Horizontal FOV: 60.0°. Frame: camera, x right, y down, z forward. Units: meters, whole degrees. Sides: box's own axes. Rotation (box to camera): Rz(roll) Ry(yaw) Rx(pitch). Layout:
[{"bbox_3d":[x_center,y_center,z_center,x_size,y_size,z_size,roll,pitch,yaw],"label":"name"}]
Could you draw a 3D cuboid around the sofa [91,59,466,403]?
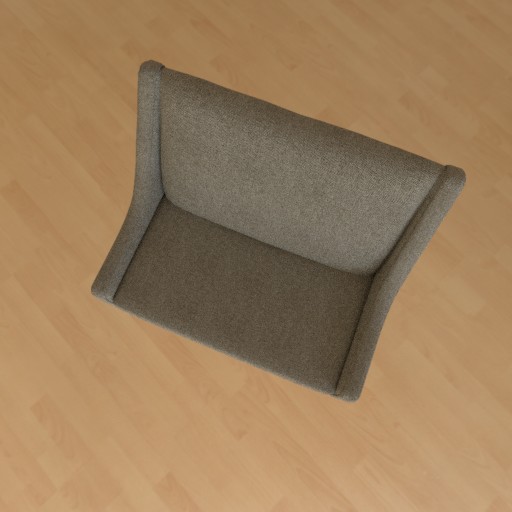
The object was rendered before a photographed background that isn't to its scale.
[{"bbox_3d":[0.000,0.000,1.932,1.242,1.021,0.870,21,76,6],"label":"sofa"}]
